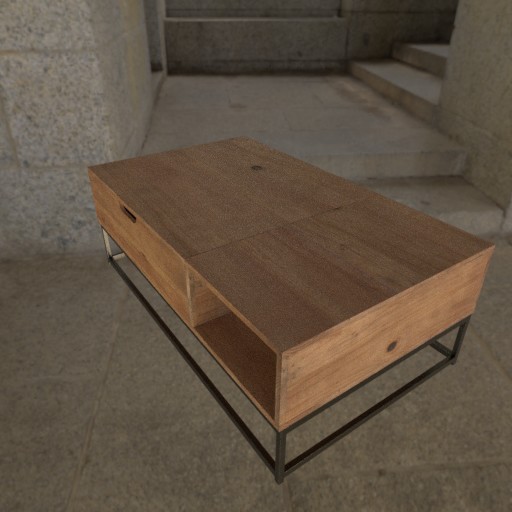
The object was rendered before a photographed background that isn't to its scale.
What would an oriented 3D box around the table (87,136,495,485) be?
[{"bbox_3d":[0.000,0.000,1.402,0.655,0.395,1.101,-20,37,-29],"label":"table"}]
